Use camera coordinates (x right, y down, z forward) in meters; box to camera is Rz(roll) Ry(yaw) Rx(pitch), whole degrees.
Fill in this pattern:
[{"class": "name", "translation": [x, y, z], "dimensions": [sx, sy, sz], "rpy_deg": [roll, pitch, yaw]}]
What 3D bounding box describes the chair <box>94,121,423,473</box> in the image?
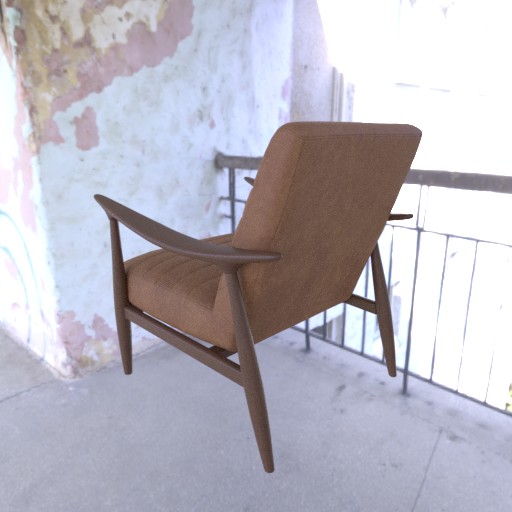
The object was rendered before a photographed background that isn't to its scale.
[{"class": "chair", "translation": [0.000, 0.000, 1.431], "dimensions": [0.741, 0.832, 0.798], "rpy_deg": [-16, 23, -42]}]
